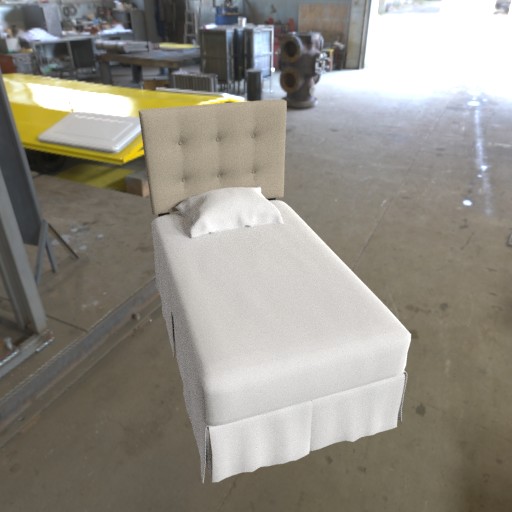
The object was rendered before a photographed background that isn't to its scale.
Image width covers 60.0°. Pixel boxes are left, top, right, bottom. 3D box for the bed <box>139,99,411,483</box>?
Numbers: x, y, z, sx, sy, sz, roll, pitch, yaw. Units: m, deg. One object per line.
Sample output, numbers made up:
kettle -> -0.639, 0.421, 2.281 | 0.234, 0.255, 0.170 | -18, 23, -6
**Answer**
bed -> 0.000, 0.000, 2.955 | 1.261, 1.571, 1.997 | -10, 32, -16
